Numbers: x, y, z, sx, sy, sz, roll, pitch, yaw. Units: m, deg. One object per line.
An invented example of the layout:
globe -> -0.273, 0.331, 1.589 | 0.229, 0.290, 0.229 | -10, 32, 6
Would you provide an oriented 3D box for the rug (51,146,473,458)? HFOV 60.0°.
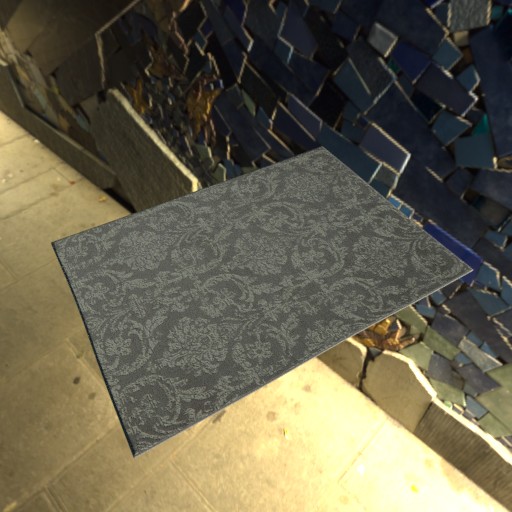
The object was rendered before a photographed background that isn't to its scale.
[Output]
rug -> 0.000, 0.000, 2.834 | 2.206, 0.014, 1.578 | -23, 51, -20
